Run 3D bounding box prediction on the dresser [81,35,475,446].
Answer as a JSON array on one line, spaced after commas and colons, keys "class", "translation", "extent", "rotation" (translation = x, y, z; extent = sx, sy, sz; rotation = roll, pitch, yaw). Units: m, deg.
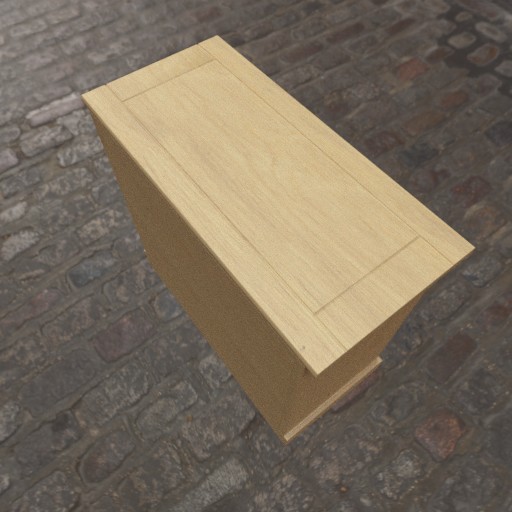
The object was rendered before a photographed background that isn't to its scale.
[{"class": "dresser", "translation": [0.000, 0.000, 1.378], "extent": [0.440, 0.835, 0.915], "rotation": [-33, 64, -18]}]
